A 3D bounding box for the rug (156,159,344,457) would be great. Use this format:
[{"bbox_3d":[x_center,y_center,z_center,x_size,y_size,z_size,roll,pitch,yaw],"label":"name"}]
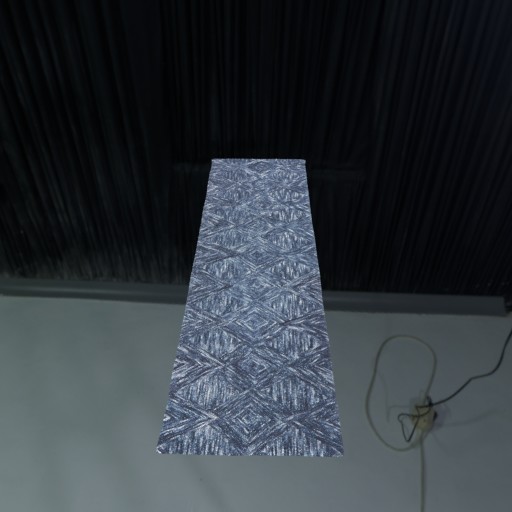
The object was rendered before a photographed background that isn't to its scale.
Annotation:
[{"bbox_3d":[0.000,0.000,2.530,0.719,0.013,2.306,1,40,1],"label":"rug"}]
